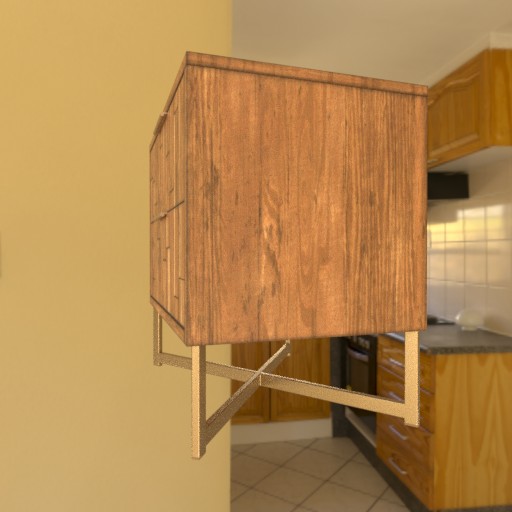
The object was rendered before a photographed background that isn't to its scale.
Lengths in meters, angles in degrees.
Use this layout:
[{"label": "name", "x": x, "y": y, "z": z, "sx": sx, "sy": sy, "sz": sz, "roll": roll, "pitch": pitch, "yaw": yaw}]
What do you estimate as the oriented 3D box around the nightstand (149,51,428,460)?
[{"label": "nightstand", "x": 0.000, "y": 0.000, "z": 1.010, "sx": 0.446, "sy": 0.610, "sz": 0.610, "roll": 0, "pitch": 0, "yaw": -18}]
